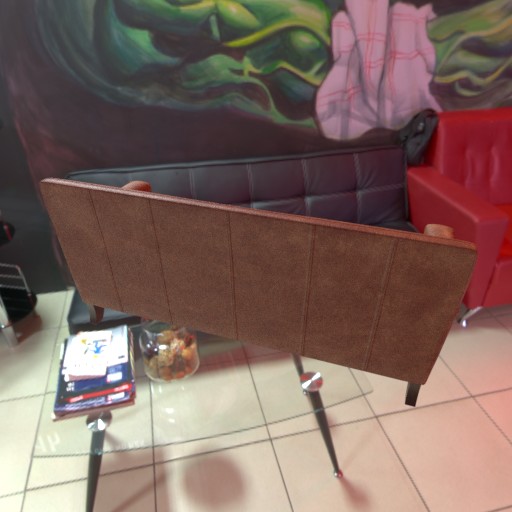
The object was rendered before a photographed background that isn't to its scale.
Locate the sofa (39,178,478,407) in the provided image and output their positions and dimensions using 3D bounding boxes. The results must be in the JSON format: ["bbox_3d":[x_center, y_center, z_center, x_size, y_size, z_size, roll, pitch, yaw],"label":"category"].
[{"bbox_3d":[0.000,0.000,2.492,2.053,0.947,0.805,10,33,16],"label":"sofa"}]
